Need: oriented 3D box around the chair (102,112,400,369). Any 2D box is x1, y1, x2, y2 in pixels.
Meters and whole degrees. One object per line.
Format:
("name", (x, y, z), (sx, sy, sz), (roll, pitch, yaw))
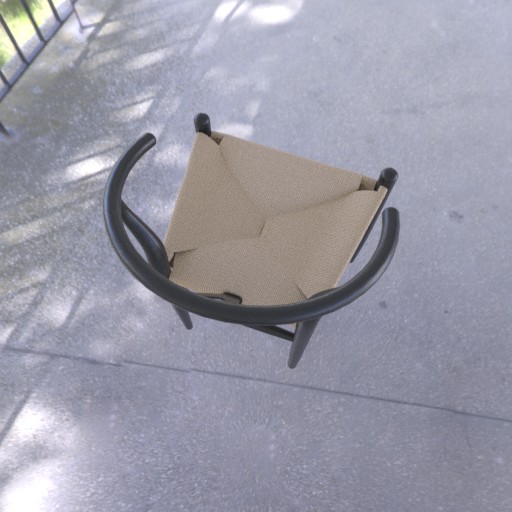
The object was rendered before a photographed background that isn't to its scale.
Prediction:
("chair", (0.000, 0.000, 1.137), (0.570, 0.739, 0.570), (19, 66, 9))
